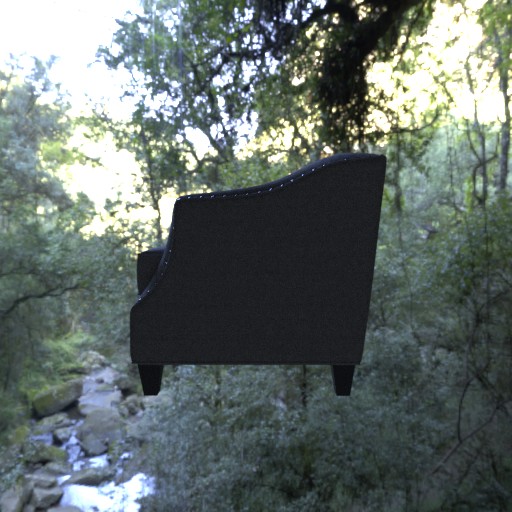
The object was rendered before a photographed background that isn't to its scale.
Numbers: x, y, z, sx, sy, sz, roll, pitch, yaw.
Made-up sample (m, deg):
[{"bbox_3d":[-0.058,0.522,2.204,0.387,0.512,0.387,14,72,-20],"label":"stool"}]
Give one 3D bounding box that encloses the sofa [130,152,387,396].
[{"bbox_3d":[0.000,0.000,2.648,0.914,0.901,2.235,0,3,0],"label":"sofa"}]
